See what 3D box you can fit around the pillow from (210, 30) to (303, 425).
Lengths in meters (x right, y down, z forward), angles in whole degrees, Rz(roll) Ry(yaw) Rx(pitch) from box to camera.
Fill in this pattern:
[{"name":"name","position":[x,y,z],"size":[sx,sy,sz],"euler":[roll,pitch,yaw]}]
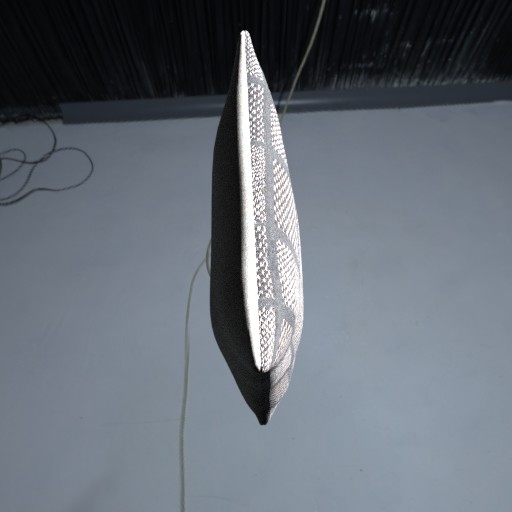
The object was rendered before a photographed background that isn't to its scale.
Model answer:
[{"name":"pillow","position":[0.000,0.000,0.661],"size":[0.138,0.432,0.435],"euler":[-2,64,-1]}]
